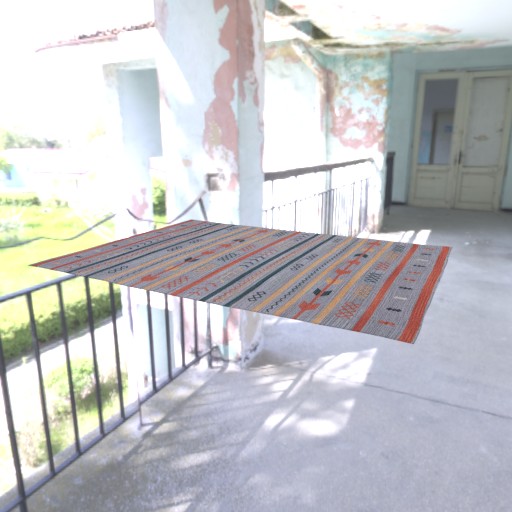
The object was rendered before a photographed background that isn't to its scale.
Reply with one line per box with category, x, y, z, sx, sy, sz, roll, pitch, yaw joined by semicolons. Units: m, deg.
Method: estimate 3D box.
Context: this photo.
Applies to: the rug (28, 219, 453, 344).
rug;0.000;0.000;3.907;3.029;0.022;2.263;8;17;27
